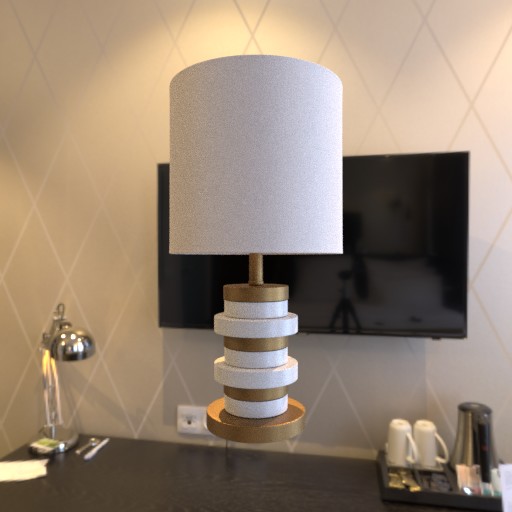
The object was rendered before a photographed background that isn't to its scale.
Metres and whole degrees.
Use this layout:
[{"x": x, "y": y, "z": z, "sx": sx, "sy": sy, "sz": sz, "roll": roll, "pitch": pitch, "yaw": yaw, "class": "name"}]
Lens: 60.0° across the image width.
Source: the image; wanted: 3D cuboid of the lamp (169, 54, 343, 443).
[{"x": 0.000, "y": 0.000, "z": 0.545, "sx": 0.210, "sy": 0.410, "sz": 0.210, "roll": 0, "pitch": 0, "yaw": -19, "class": "lamp"}]
